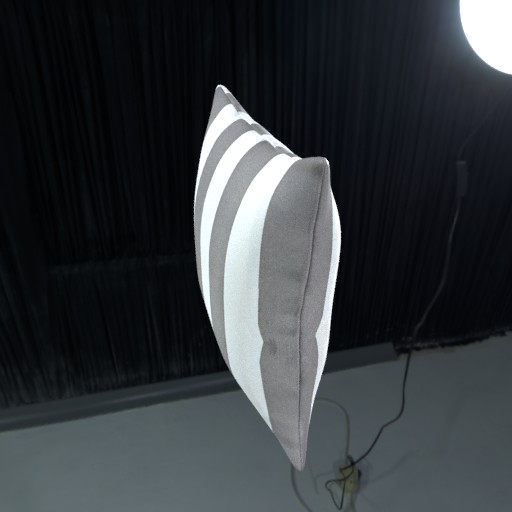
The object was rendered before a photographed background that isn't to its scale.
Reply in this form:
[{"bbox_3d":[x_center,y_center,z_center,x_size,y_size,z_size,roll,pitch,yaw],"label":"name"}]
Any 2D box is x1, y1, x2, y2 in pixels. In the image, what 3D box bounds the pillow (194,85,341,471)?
[{"bbox_3d":[0.000,0.000,0.790,0.192,0.507,0.522,-8,31,-14],"label":"pillow"}]
